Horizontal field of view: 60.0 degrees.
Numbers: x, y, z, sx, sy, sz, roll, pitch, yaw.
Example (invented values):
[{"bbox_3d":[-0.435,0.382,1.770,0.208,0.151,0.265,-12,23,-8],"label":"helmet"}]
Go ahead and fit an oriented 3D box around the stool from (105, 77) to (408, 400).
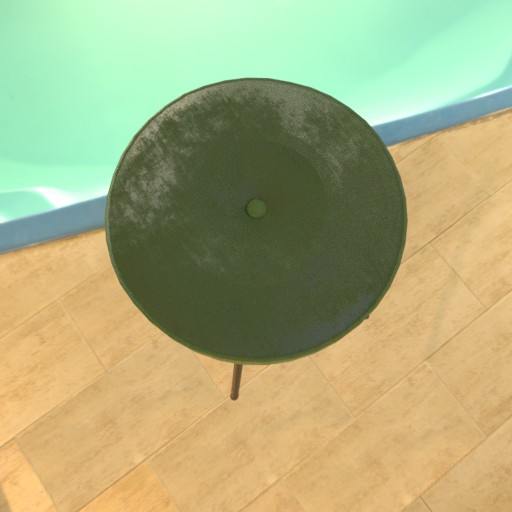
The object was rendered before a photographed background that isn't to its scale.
[{"bbox_3d":[0.000,0.000,0.894,0.430,0.595,0.457,-30,77,-7],"label":"stool"}]
